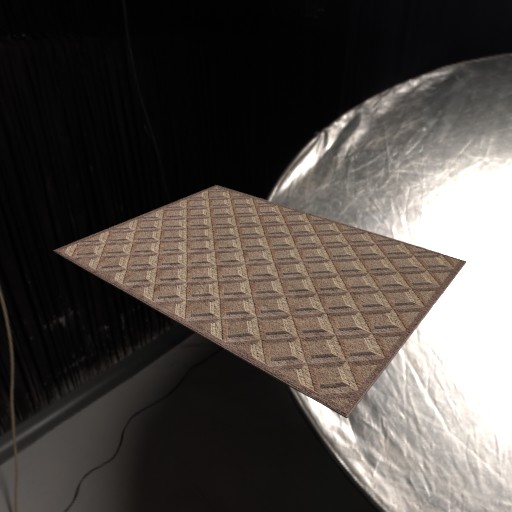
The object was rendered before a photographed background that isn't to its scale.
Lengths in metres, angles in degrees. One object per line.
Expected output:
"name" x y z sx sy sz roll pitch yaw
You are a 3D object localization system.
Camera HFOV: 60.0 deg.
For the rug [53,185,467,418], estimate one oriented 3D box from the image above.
"rug" 0.000 0.000 4.335 3.294 0.018 2.382 22 36 33
